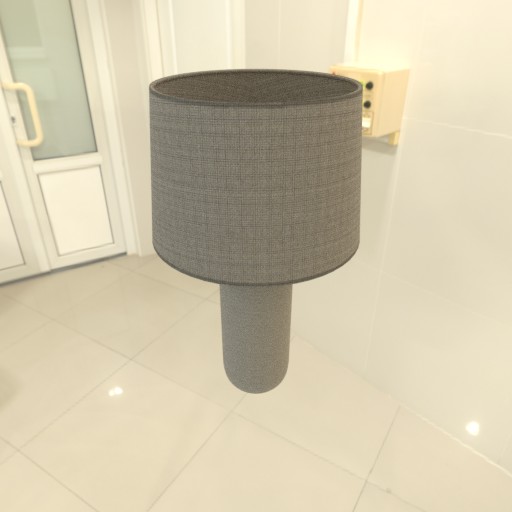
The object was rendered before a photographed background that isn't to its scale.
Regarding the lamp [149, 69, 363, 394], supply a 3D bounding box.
[{"bbox_3d":[0.000,0.000,0.826,0.367,0.609,0.367,0,30,0],"label":"lamp"}]
